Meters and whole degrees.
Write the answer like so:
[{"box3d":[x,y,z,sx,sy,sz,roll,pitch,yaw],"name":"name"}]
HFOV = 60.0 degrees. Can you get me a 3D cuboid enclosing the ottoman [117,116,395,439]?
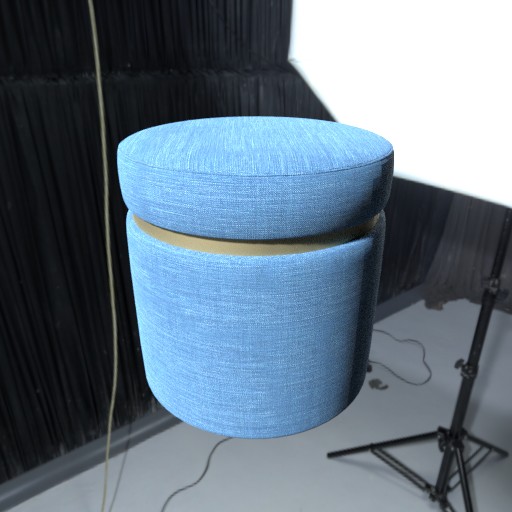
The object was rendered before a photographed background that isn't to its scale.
[{"box3d":[0.000,0.000,0.728,0.398,0.406,0.398,0,25,0],"name":"ottoman"}]
